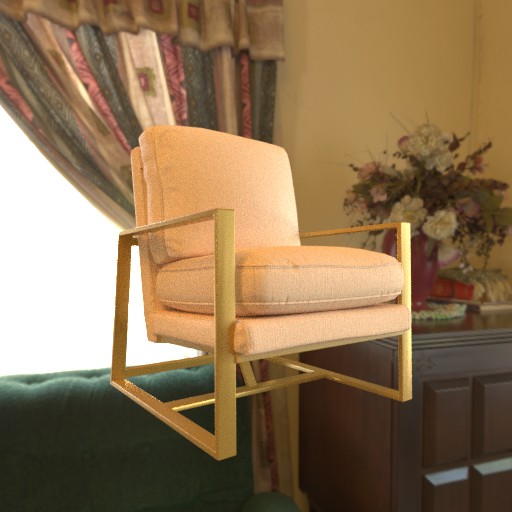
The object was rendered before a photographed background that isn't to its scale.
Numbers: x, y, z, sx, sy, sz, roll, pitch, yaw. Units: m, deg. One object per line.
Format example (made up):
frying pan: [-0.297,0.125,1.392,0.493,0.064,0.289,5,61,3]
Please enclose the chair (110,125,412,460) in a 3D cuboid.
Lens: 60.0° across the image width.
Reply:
chair: [0.000,0.000,1.551,0.758,0.956,0.813,0,0,-36]
